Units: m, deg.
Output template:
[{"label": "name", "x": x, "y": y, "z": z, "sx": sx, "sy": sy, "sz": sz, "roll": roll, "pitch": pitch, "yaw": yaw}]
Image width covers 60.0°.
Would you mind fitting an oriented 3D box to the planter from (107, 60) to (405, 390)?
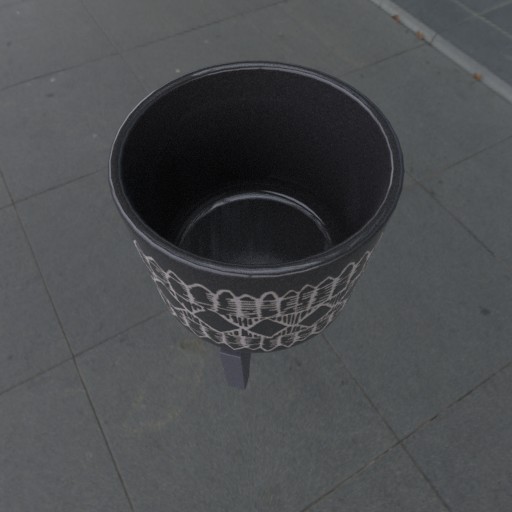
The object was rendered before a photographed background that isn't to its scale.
[{"label": "planter", "x": 0.000, "y": 0.000, "z": 0.269, "sx": 0.129, "sy": 0.177, "sz": 0.129, "roll": 0, "pitch": 58, "yaw": 0}]
